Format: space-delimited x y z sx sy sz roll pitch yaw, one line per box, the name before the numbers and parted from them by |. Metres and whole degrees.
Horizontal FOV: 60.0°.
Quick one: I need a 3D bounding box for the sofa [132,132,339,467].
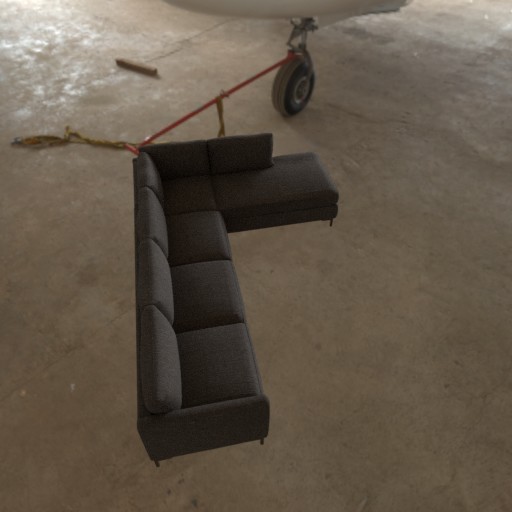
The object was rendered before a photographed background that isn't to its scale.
sofa | 0.000 0.000 3.835 2.007 0.815 2.949 -8 46 -8
